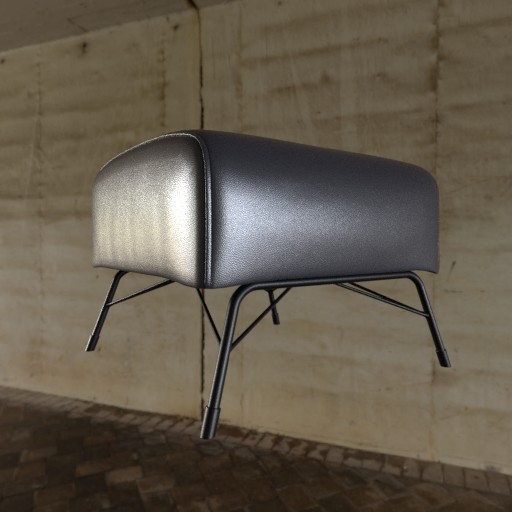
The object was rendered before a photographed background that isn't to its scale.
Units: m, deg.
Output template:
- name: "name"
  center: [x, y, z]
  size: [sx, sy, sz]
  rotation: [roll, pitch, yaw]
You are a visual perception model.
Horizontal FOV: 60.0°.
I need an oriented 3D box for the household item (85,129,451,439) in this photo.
- name: "household item"
  center: [0.000, 0.000, 0.884]
  size: [0.530, 0.410, 0.530]
  rotation: [-1, 3, -36]
